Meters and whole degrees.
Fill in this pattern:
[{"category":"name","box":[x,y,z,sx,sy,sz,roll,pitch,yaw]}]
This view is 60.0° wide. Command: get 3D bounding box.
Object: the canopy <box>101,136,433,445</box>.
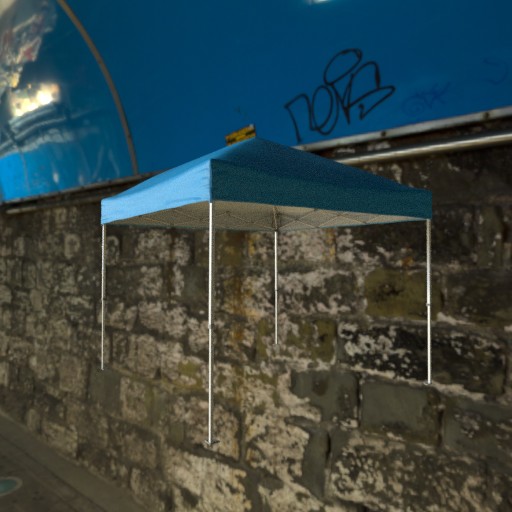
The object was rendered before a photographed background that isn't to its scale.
[{"category":"canopy","box":[0.000,0.000,5.558,2.996,2.997,2.998,0,0,-35]}]
